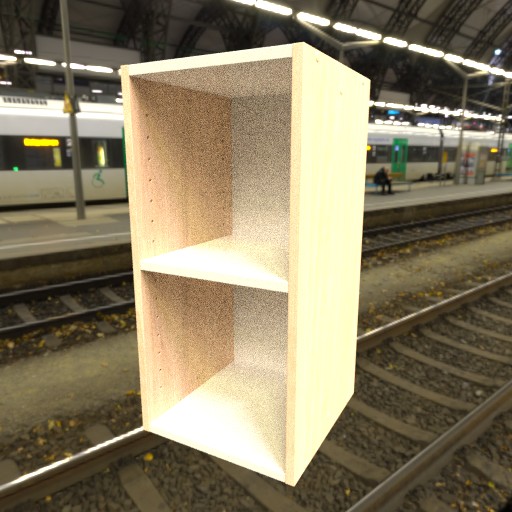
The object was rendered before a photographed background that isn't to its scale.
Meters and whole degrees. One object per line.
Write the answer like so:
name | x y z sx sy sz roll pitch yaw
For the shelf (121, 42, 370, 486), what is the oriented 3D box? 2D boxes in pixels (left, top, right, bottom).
shelf | 0.000 0.000 0.769 0.290 0.594 0.297 7 14 28
